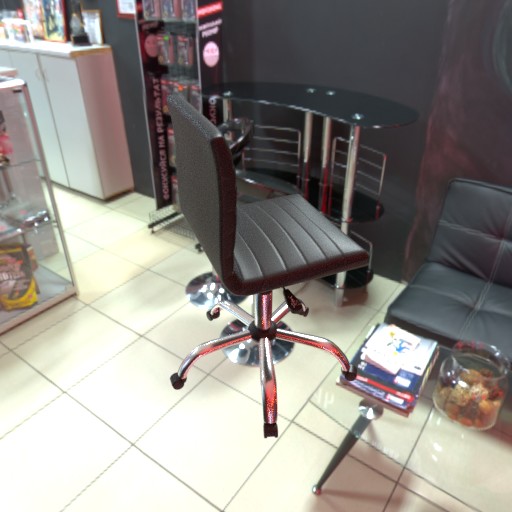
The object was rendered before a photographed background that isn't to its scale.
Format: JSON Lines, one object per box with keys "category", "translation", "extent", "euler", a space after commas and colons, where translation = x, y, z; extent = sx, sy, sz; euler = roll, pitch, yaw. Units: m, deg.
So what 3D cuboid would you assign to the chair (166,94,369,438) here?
{"category": "chair", "translation": [0.000, 0.000, 1.175], "extent": [0.530, 0.780, 0.556], "euler": [-11, 33, -18]}
